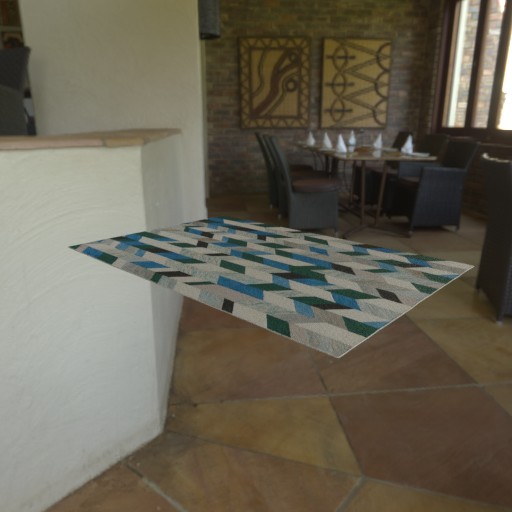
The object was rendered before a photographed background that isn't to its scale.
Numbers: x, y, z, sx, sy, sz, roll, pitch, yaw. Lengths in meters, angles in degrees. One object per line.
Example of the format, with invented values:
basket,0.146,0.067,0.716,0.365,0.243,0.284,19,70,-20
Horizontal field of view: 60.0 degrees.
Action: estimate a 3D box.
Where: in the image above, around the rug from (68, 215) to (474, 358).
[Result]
rug,0.000,0.000,2.367,1.827,0.005,1.229,15,22,41
